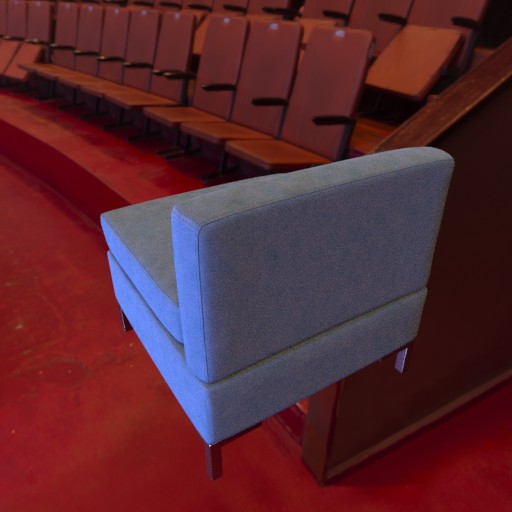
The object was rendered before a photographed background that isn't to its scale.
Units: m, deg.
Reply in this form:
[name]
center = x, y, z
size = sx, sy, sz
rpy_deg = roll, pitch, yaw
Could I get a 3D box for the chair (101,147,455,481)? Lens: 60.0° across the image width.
[chair]
center = 0.000, 0.000, 1.235
size = 0.684, 0.660, 0.685
rpy_deg = -18, 34, -28
